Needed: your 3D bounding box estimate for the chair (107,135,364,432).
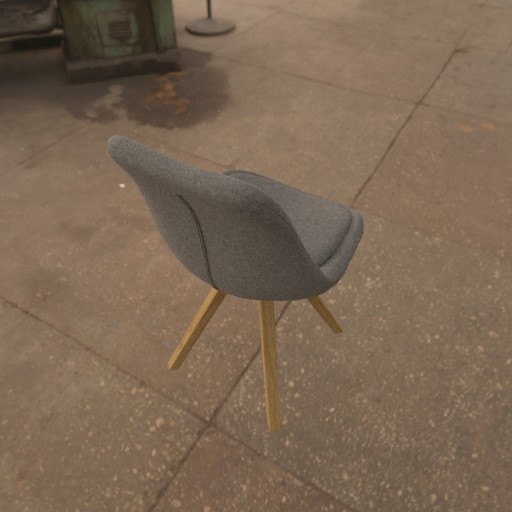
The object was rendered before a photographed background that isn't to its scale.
[{"bbox_3d":[0.000,0.000,1.171,0.483,0.865,0.550,24,50,22],"label":"chair"}]
